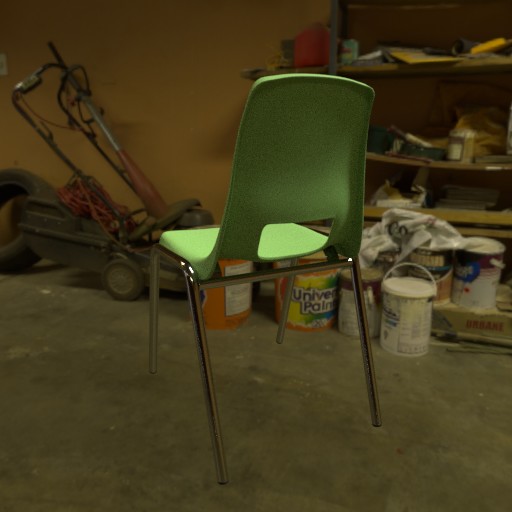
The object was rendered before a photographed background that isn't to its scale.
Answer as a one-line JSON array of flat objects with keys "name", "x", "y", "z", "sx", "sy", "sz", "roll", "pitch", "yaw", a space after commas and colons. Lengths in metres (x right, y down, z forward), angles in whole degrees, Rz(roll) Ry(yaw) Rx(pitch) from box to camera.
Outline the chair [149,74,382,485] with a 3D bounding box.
[{"name": "chair", "x": 0.000, "y": 0.000, "z": 0.916, "sx": 0.381, "sy": 0.653, "sz": 0.436, "roll": -7, "pitch": 17, "yaw": -26}]
